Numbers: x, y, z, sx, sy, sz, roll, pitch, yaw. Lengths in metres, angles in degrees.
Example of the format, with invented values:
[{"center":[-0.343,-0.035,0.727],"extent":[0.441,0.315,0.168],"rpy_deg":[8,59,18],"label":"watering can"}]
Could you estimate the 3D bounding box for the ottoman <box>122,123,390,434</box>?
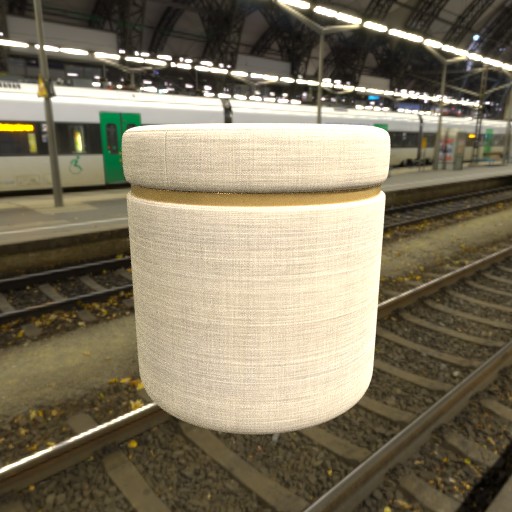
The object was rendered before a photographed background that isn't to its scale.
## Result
[{"center":[0.000,0.000,0.731],"extent":[0.400,0.406,0.400],"rpy_deg":[0,14,0],"label":"ottoman"}]
